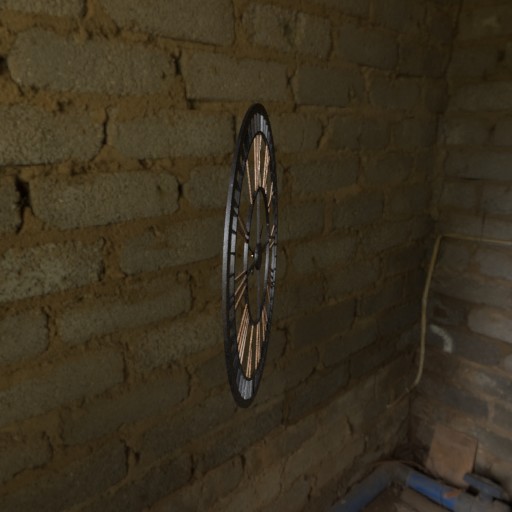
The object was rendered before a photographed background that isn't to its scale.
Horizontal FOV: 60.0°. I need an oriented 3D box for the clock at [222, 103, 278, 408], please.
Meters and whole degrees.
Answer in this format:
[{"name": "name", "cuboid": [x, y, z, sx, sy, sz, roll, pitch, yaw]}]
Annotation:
[{"name": "clock", "cuboid": [0.000, 0.000, 1.292, 0.025, 0.843, 0.843, 3, 15, 9]}]
